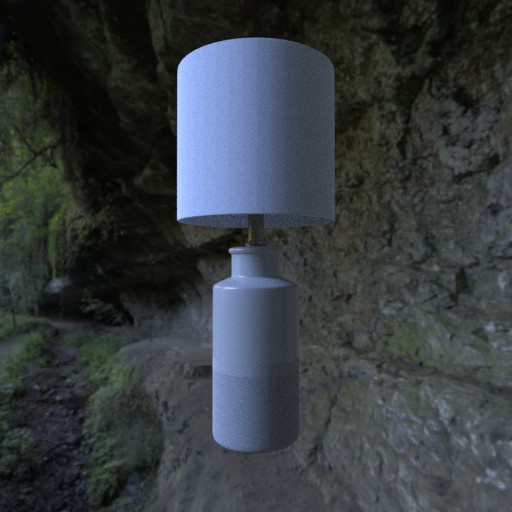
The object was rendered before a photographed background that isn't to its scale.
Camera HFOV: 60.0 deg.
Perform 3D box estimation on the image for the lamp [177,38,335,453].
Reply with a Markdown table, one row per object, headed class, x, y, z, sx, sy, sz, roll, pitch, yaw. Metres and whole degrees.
| class | x | y | z | sx | sy | sz | roll | pitch | yaw |
| --- | --- | --- | --- | --- | --- | --- | --- | --- | --- |
| lamp | 0.000 | 0.000 | 0.605 | 0.212 | 0.493 | 0.212 | 0 | -1 | 17 |
